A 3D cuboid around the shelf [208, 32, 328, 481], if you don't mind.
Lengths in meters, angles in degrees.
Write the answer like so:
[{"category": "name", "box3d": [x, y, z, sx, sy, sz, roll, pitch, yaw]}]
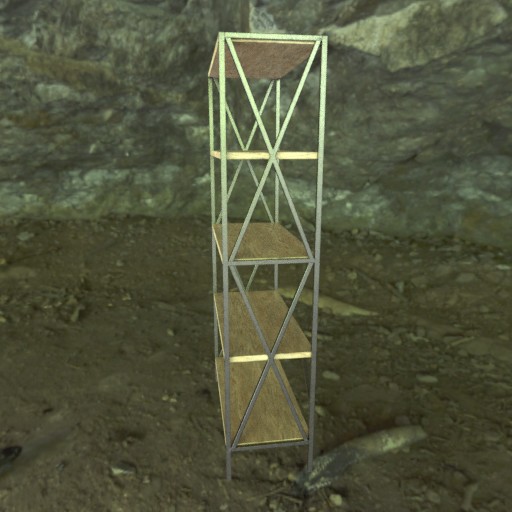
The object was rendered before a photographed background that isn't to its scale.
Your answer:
[{"category": "shelf", "box3d": [0.000, 0.000, 2.175, 0.386, 1.803, 0.874, -2, 14, -8]}]
